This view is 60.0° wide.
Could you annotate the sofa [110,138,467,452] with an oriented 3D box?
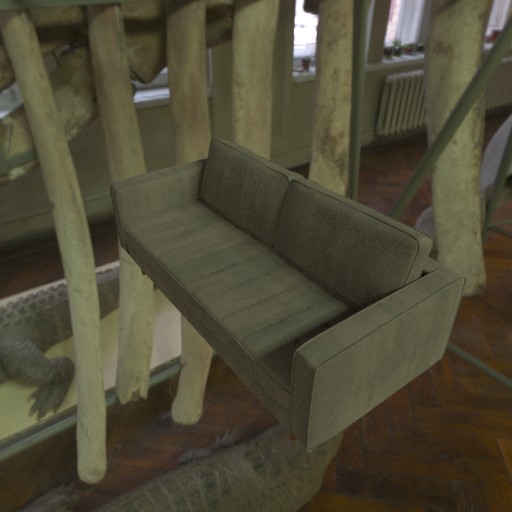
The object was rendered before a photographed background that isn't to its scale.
[{"bbox_3d":[0.000,0.000,2.441,0.924,0.825,1.920,-22,39,-30],"label":"sofa"}]
